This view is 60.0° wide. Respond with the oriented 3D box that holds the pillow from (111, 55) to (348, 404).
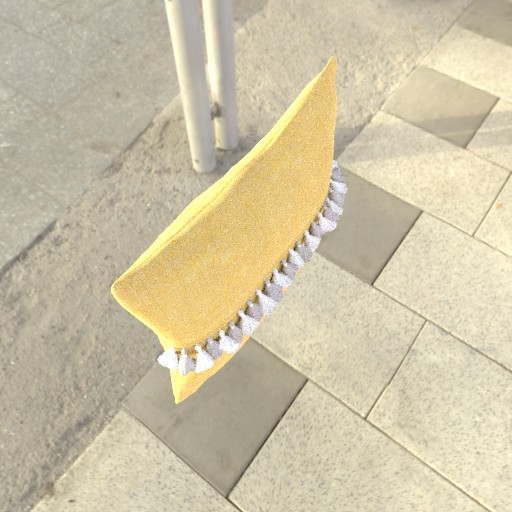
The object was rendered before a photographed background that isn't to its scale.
[{"bbox_3d":[0.000,0.000,0.746,0.167,0.481,0.485,31,64,17],"label":"pillow"}]
